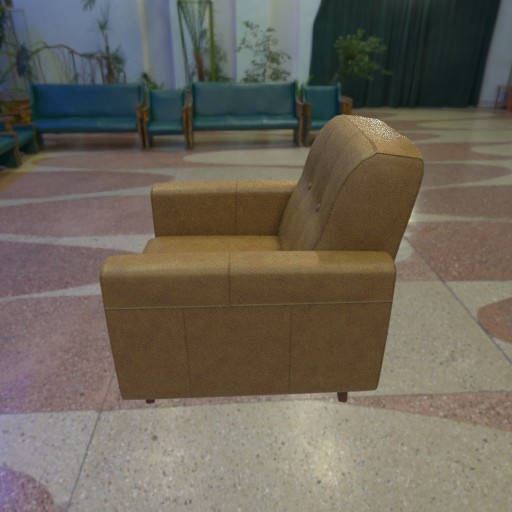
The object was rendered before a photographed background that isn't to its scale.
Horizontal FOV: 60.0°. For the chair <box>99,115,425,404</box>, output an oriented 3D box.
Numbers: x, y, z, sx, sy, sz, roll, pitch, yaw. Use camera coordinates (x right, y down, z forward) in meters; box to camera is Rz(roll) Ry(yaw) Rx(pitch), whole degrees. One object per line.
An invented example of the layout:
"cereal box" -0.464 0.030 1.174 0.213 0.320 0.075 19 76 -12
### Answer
"chair" 0.000 0.000 1.671 0.942 0.968 0.845 0 27 0
